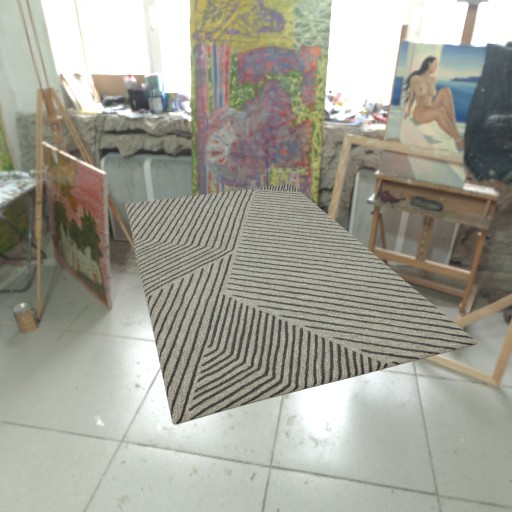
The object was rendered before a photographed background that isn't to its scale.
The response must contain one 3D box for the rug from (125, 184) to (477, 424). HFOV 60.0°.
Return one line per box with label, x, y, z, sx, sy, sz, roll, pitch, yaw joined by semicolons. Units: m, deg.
rug;0.000;0.000;2.998;1.539;0.023;2.406;-10;31;-16
